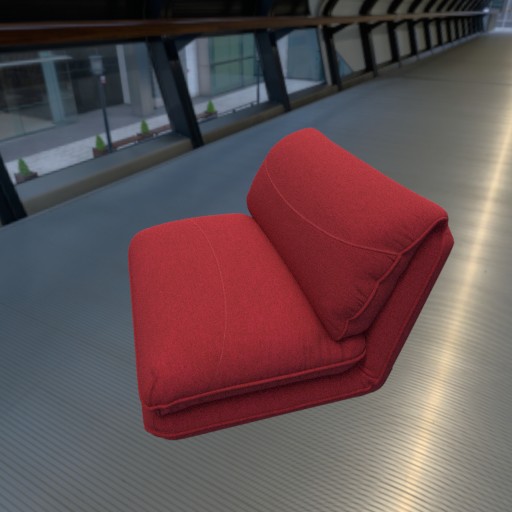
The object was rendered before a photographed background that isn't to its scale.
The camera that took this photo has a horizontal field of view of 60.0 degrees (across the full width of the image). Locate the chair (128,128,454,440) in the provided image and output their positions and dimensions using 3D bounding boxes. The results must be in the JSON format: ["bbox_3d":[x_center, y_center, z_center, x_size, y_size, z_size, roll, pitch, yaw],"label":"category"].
[{"bbox_3d":[0.000,0.000,1.362,0.780,0.580,0.820,-8,31,-14],"label":"chair"}]
